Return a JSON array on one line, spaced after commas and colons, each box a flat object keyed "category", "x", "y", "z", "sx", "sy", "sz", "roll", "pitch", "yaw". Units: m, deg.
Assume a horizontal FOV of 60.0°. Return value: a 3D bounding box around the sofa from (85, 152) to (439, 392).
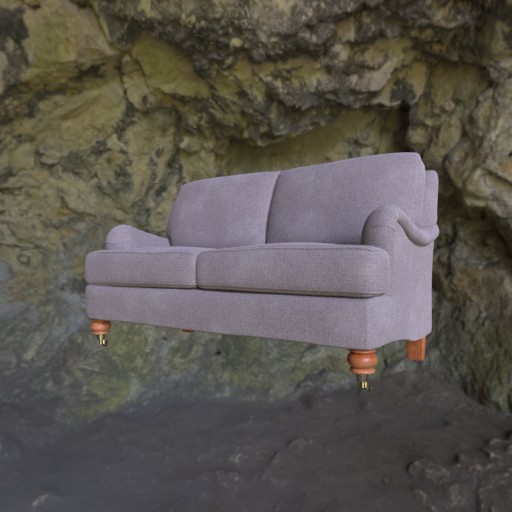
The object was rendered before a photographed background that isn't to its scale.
[{"category": "sofa", "x": 0.000, "y": 0.000, "z": 2.567, "sx": 1.853, "sy": 1.101, "sz": 1.084, "roll": -1, "pitch": -1, "yaw": 35}]
